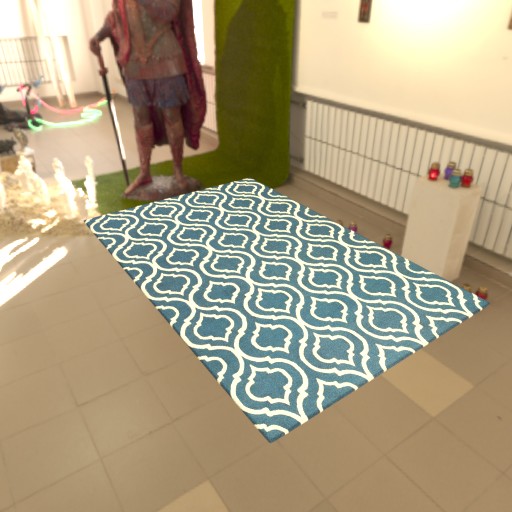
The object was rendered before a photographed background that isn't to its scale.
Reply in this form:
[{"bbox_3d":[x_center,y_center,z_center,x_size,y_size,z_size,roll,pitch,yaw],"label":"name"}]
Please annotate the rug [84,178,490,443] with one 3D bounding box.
[{"bbox_3d":[0.000,0.000,2.166,1.143,0.010,1.753,-20,36,-30],"label":"rug"}]
